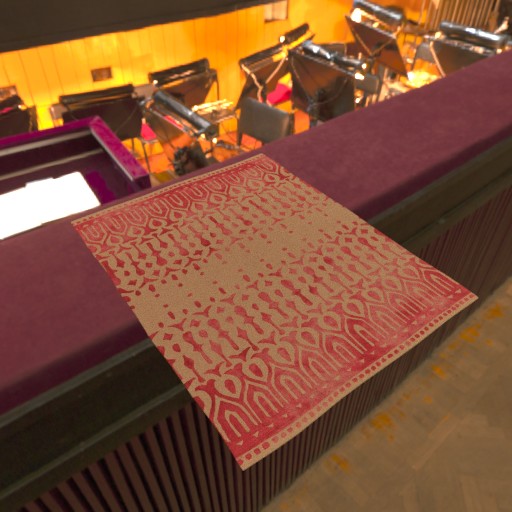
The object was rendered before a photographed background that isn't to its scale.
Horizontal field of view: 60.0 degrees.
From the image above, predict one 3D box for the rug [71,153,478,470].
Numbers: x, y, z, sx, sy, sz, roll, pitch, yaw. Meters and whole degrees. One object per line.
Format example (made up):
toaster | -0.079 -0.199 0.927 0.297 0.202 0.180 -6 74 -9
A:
rug | 0.000 0.000 4.122 2.441 0.016 3.095 -26 48 -26
